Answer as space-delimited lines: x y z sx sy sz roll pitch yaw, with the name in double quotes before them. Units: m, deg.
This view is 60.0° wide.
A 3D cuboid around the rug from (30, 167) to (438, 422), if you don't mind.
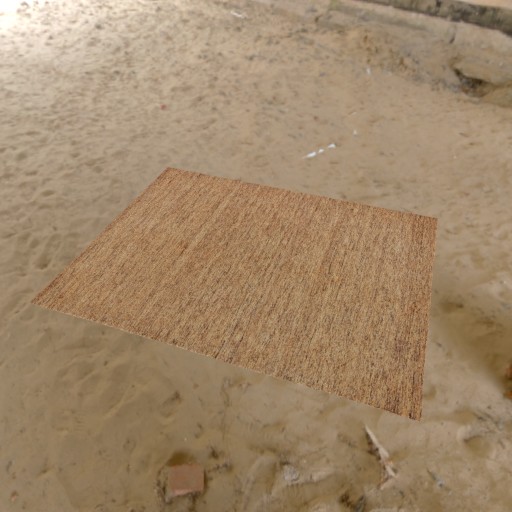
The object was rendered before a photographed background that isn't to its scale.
"rug" 0.000 0.000 4.220 3.200 0.012 2.438 13 42 15
